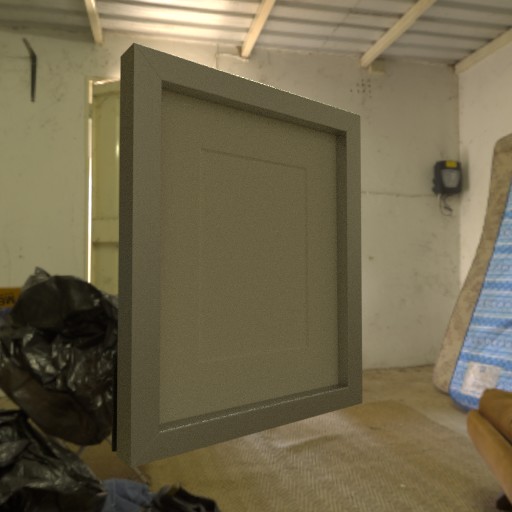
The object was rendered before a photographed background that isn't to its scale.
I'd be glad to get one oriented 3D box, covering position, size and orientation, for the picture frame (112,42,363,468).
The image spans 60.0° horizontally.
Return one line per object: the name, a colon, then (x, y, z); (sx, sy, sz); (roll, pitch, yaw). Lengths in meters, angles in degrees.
picture frame: (0.000, 0.000, 0.377); (0.233, 0.282, 0.036); (1, -2, -37)
